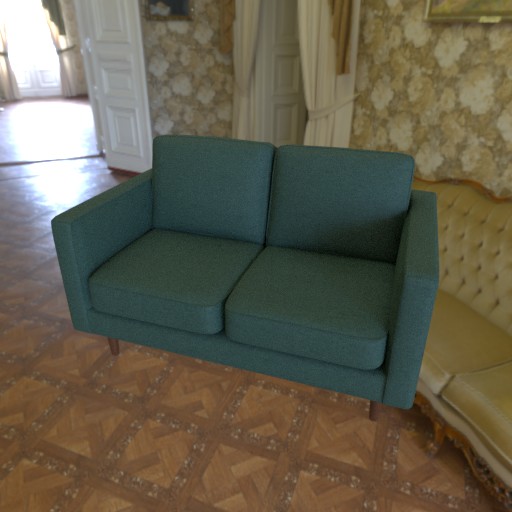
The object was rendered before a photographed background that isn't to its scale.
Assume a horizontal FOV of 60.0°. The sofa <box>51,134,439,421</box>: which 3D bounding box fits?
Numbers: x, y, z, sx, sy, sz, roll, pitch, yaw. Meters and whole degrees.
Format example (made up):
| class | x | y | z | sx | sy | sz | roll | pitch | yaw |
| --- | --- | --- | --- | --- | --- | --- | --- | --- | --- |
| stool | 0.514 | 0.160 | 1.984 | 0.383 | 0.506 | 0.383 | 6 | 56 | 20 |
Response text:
| class | x | y | z | sx | sy | sz | roll | pitch | yaw |
| --- | --- | --- | --- | --- | --- | --- | --- | --- | --- |
| sofa | 0.000 | 0.000 | 1.955 | 1.430 | 0.899 | 0.879 | 9 | 28 | 17 |
